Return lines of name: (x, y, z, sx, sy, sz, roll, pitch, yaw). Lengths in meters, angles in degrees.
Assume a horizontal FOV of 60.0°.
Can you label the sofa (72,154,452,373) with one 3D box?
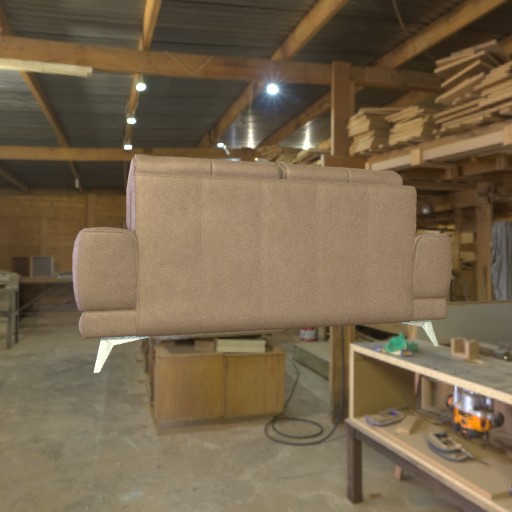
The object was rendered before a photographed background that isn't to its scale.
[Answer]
sofa: (0.000, 0.000, 2.429, 1.806, 0.907, 1.018, 0, 0, -18)
